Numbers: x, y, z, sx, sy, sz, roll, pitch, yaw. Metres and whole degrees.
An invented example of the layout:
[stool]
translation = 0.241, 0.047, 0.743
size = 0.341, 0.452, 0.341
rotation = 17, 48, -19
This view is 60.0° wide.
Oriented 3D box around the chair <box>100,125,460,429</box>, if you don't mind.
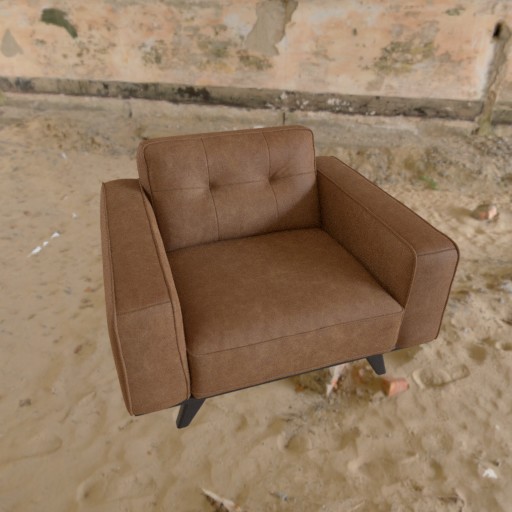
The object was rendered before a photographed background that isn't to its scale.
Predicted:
[chair]
translation = 0.000, 0.000, 1.726
size = 1.118, 0.782, 0.952
rotation = -10, 33, -15
